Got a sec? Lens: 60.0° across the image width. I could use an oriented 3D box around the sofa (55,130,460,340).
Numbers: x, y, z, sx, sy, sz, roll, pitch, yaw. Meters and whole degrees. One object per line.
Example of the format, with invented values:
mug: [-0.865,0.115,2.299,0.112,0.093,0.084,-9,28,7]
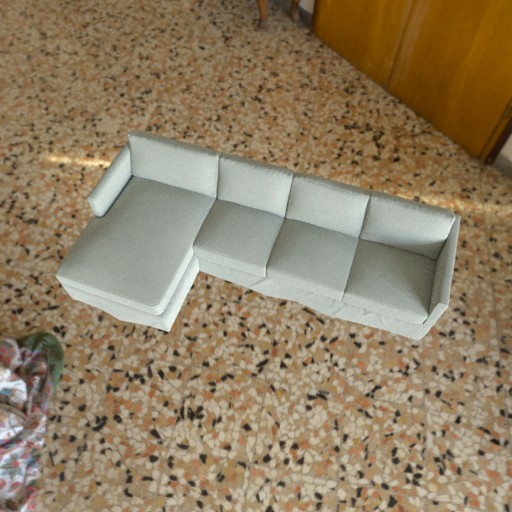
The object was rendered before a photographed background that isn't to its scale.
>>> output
sofa: [0.000,0.000,3.939,3.205,0.922,1.650,17,59,10]
